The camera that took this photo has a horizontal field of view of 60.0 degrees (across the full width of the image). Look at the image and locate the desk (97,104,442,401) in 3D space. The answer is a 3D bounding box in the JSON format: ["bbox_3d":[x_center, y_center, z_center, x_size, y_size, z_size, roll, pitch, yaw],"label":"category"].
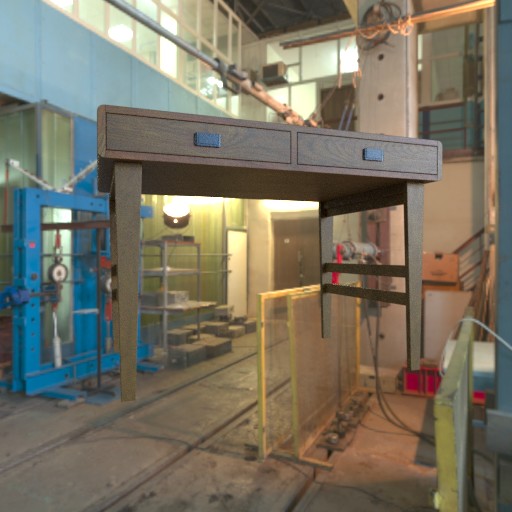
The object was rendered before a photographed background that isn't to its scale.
[{"bbox_3d":[0.000,0.000,1.581,1.066,0.754,0.660,0,0,-20],"label":"desk"}]
